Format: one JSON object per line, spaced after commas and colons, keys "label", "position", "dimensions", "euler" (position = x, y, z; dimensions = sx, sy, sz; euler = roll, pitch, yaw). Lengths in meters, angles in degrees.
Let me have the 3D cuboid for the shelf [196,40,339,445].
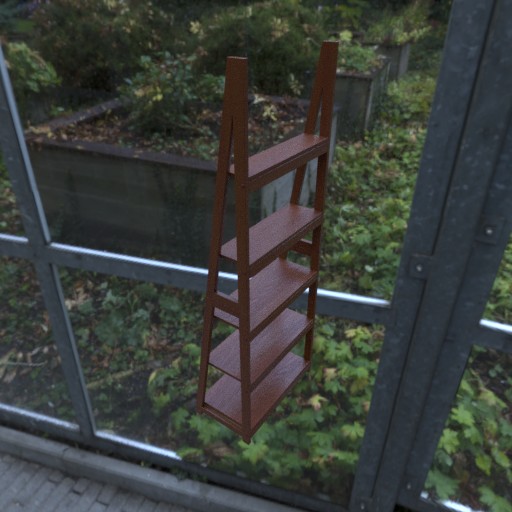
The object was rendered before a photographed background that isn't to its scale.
{"label": "shelf", "position": [0.000, 0.000, 2.066], "dimensions": [0.356, 1.780, 0.630], "euler": [20, 36, 30]}
